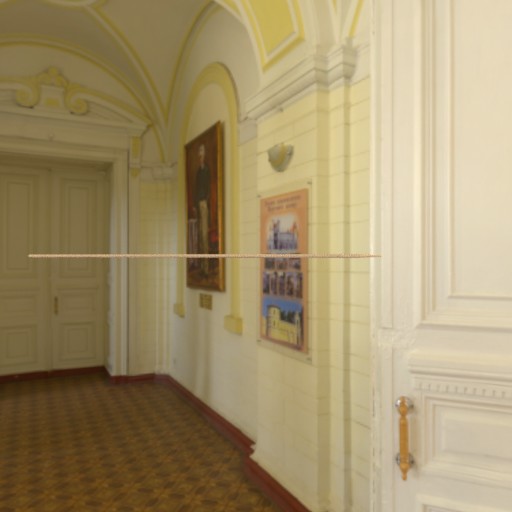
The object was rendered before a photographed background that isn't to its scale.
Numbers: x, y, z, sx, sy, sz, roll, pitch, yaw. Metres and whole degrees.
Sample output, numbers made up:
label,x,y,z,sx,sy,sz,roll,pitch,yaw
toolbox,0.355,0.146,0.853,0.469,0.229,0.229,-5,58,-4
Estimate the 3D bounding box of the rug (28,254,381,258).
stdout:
label,x,y,z,sx,sy,sz,roll,pitch,yaw
rug,0.000,0.000,2.934,1.528,0.014,2.294,0,0,18
